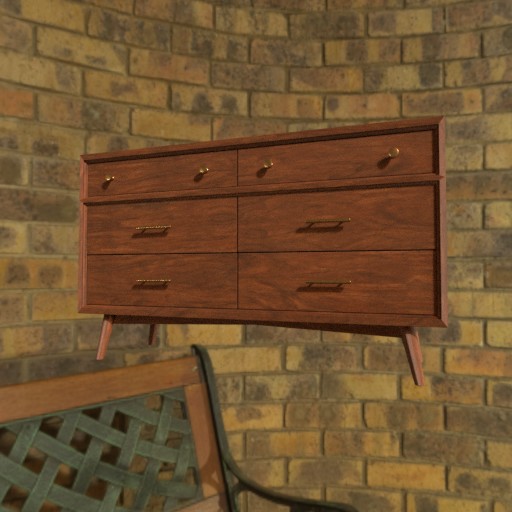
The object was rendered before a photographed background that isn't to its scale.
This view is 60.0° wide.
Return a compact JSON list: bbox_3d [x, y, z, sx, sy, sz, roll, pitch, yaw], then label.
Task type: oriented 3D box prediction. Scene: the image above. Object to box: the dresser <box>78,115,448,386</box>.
[{"bbox_3d":[0.000,0.000,1.894,1.472,0.889,0.500,-1,-2,20],"label":"dresser"}]
